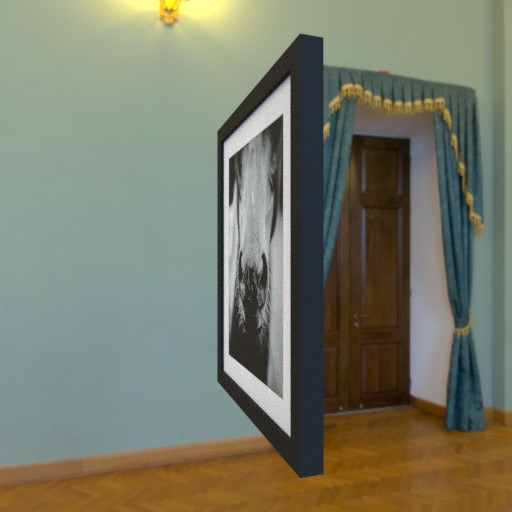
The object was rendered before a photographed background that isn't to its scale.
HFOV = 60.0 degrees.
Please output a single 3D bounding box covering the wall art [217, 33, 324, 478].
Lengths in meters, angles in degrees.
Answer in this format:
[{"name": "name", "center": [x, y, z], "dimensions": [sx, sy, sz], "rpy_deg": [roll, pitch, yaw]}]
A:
[{"name": "wall art", "center": [0.000, 0.000, 0.779], "dimensions": [0.033, 0.559, 0.457], "rpy_deg": [0, 0, -18]}]
